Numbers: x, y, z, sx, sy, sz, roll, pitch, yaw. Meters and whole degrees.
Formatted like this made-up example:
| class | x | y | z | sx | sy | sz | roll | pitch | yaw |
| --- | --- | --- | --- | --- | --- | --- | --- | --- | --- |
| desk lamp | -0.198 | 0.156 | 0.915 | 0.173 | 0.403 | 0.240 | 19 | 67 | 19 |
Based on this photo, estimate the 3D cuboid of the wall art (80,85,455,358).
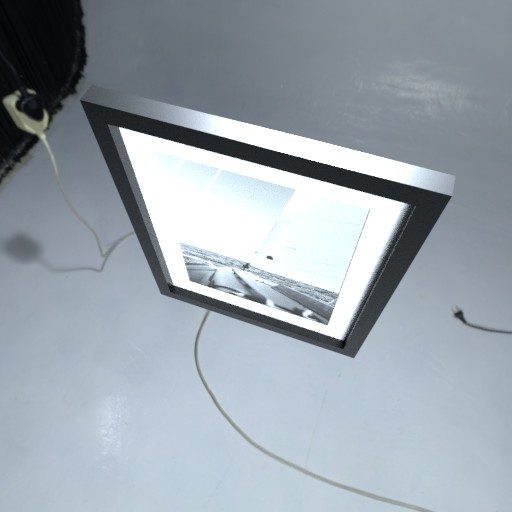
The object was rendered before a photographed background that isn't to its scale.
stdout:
| class | x | y | z | sx | sy | sz | roll | pitch | yaw |
| --- | --- | --- | --- | --- | --- | --- | --- | --- | --- |
| wall art | 0.000 | 0.000 | 0.766 | 0.461 | 0.558 | 0.031 | 17 | 61 | 10 |
